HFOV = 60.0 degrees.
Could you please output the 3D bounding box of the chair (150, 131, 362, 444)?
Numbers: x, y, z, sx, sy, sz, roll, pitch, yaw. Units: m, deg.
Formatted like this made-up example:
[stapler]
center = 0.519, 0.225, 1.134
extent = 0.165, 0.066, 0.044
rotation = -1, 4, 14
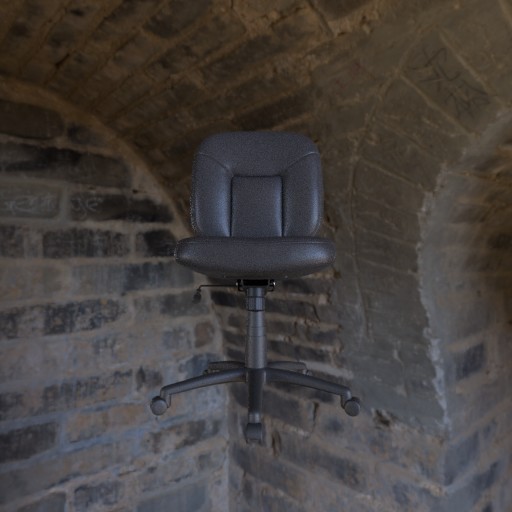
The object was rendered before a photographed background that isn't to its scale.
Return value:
[chair]
center = 0.000, 0.000, 1.431
extent = 0.647, 0.959, 0.646
rotation = 0, -1, 1
